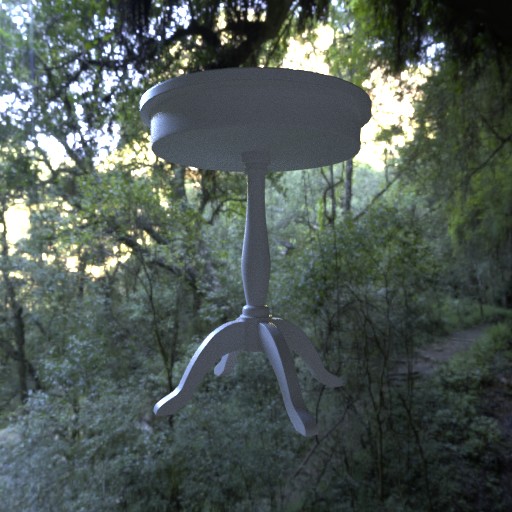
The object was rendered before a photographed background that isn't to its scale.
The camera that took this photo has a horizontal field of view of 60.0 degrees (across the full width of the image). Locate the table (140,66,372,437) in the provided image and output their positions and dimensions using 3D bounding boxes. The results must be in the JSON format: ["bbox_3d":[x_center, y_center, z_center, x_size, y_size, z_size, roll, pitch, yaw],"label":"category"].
[{"bbox_3d":[0.000,0.000,1.015,0.513,0.653,0.513,0,1,0],"label":"table"}]
